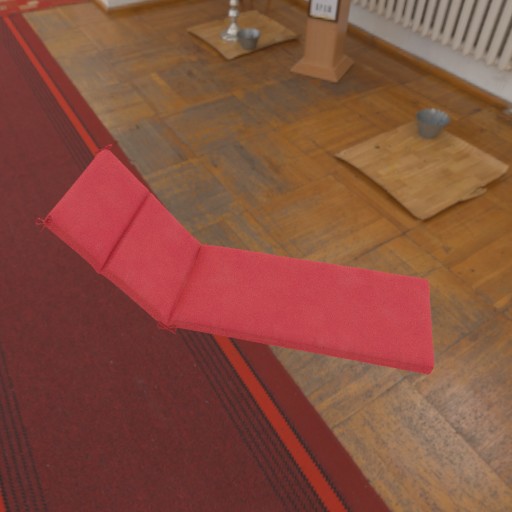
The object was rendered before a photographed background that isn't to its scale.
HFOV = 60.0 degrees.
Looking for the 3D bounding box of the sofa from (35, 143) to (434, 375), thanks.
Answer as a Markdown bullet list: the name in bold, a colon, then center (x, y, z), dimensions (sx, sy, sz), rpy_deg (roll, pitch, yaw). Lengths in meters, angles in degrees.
- **sofa**: center (0.000, 0.000, 1.989), dimensions (1.663, 0.622, 0.582), rpy_deg (9, 47, 8)
